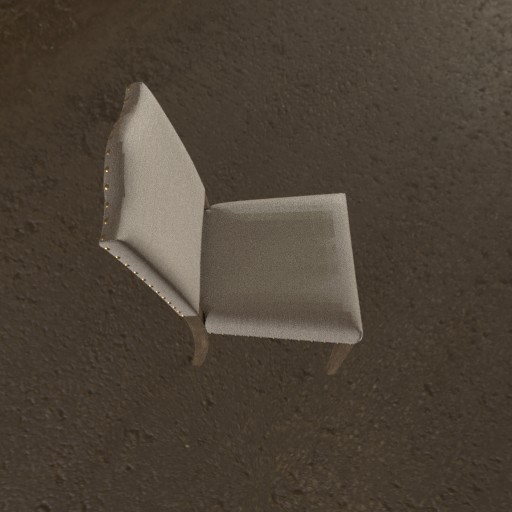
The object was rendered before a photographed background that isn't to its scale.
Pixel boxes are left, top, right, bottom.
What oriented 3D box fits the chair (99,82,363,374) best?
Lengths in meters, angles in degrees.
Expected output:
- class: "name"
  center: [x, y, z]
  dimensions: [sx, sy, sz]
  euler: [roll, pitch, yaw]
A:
- class: "chair"
  center: [0.000, 0.000, 1.358]
  dimensions: [0.620, 1.020, 0.508]
  euler: [-1, 62, 0]
